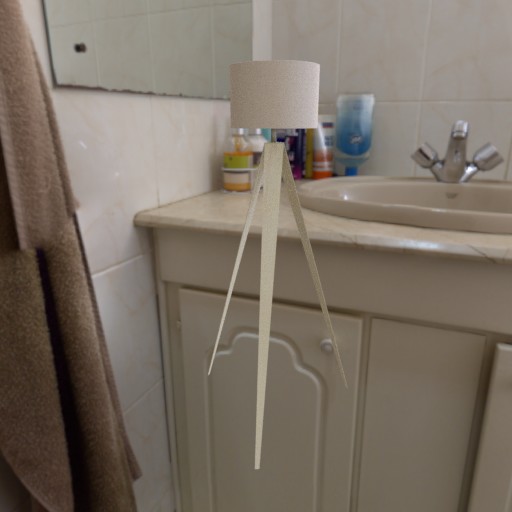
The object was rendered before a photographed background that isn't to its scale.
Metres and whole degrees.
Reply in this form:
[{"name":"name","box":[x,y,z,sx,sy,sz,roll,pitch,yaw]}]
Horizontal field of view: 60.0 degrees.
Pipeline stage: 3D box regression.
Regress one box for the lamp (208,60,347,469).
[{"name":"lamp","box":[0.000,0.000,1.917,0.716,1.524,0.724,8,18,24]}]
